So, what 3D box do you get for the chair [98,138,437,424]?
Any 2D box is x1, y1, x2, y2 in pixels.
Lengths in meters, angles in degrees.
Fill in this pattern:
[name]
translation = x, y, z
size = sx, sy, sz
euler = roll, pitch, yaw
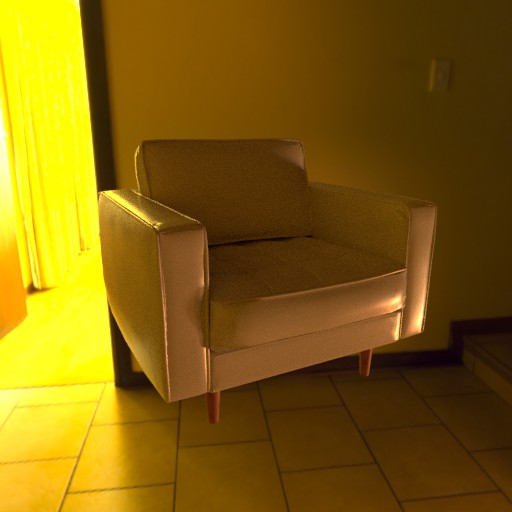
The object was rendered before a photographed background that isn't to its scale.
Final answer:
[chair]
translation = 0.000, 0.000, 1.517
size = 0.928, 0.773, 0.843
euler = -8, 17, -26
